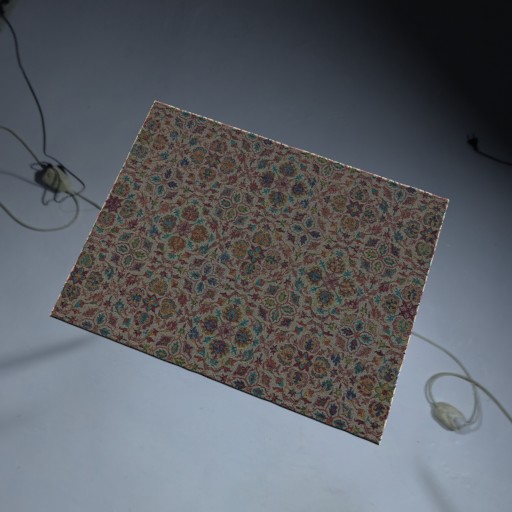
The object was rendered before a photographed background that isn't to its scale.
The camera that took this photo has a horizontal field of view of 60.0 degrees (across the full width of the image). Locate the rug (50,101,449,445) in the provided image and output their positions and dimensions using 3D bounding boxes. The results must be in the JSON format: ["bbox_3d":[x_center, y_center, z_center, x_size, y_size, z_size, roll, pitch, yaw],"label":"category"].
[{"bbox_3d":[0.000,0.000,4.287,3.215,0.020,2.446,20,76,5],"label":"rug"}]
